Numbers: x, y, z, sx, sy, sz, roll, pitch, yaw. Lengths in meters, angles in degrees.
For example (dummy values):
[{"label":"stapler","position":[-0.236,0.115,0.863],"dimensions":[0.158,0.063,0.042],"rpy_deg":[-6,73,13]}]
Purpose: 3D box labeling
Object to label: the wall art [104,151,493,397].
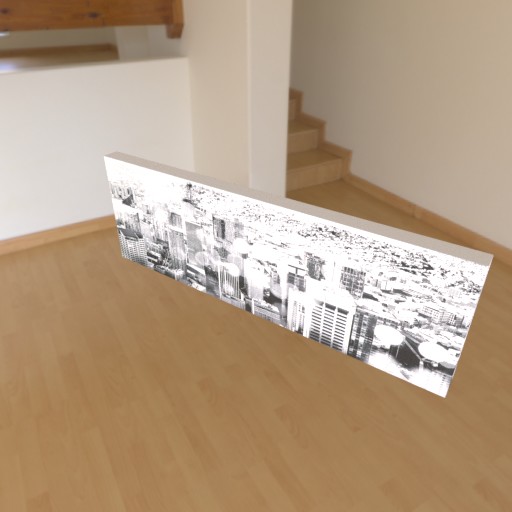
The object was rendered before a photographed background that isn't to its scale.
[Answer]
[{"label":"wall art","position":[0.000,0.000,0.844],"dimensions":[0.763,0.255,0.038],"rpy_deg":[20,37,29]}]
